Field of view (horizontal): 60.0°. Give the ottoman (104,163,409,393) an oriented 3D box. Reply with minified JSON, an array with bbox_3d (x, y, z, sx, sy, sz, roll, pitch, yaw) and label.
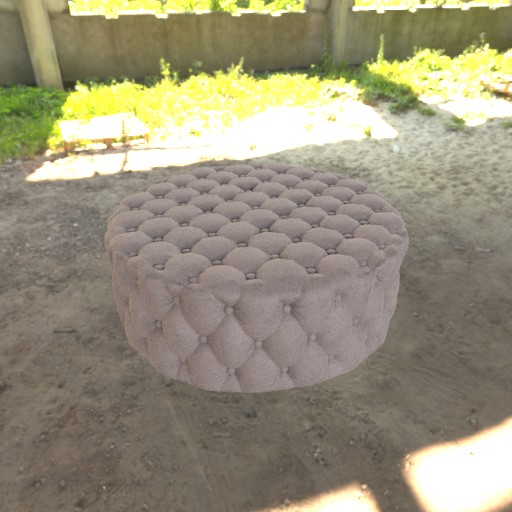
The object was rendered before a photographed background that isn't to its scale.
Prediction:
[{"bbox_3d":[0.000,0.000,1.572,0.998,0.399,0.998,0,30,0],"label":"ottoman"}]
